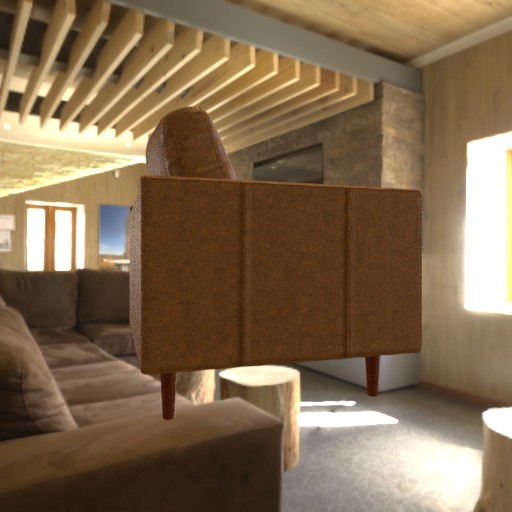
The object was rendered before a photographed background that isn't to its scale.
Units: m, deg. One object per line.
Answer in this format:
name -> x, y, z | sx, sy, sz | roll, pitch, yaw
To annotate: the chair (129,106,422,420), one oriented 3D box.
chair -> 0.000, 0.000, 1.705 | 0.909, 0.956, 0.890 | 0, 0, -18
